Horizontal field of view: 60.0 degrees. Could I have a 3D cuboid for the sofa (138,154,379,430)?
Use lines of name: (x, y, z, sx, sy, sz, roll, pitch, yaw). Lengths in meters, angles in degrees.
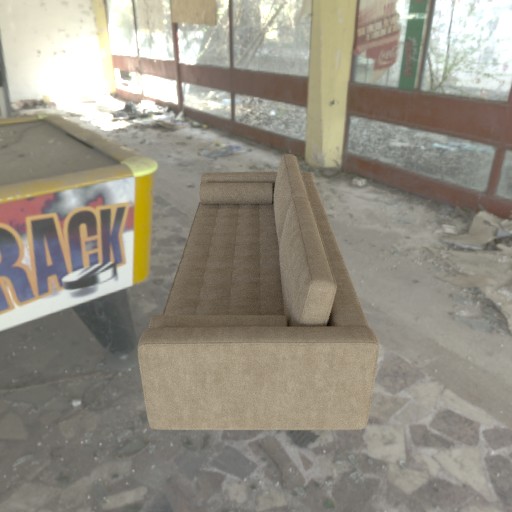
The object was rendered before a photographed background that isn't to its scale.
sofa: (0.000, 0.000, 2.661, 0.919, 0.770, 2.200, 0, 27, 0)
